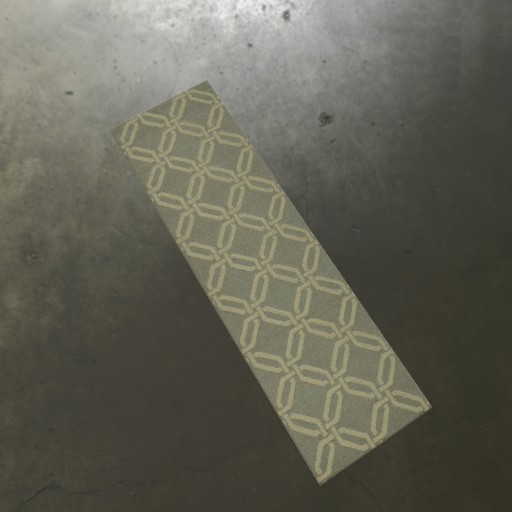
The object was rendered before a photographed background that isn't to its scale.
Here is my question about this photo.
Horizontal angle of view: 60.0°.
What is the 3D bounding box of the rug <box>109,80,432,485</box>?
[{"bbox_3d":[0.000,0.000,2.444,0.678,0.014,2.276,-31,76,-8],"label":"rug"}]
